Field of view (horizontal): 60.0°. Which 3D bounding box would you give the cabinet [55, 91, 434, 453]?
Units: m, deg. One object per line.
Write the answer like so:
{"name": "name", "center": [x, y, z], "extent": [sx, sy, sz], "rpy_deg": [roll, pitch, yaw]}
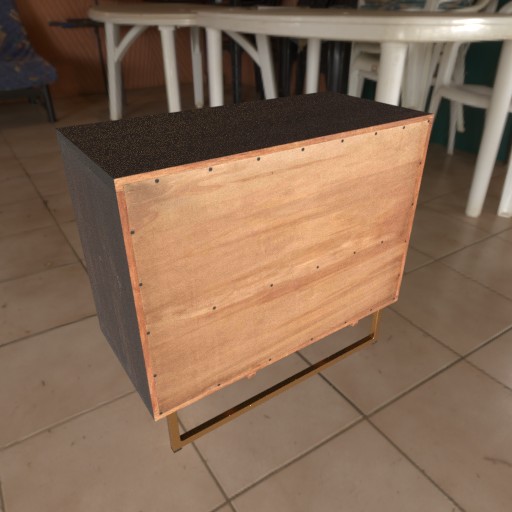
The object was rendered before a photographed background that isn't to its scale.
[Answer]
{"name": "cabinet", "center": [0.000, 0.000, 1.434], "extent": [0.950, 0.860, 0.451], "rpy_deg": [-19, 35, -29]}
